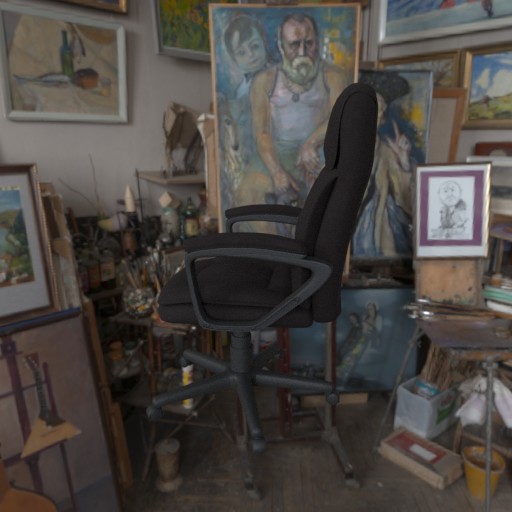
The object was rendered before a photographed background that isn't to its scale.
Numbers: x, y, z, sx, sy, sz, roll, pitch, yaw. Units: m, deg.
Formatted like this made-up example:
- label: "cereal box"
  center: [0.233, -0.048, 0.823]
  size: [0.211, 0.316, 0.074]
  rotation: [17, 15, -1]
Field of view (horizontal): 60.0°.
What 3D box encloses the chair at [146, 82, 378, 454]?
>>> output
- label: "chair"
  center: [0.000, 0.000, 1.545]
  size: [0.724, 1.105, 0.667]
  rotation: [2, 15, 8]
